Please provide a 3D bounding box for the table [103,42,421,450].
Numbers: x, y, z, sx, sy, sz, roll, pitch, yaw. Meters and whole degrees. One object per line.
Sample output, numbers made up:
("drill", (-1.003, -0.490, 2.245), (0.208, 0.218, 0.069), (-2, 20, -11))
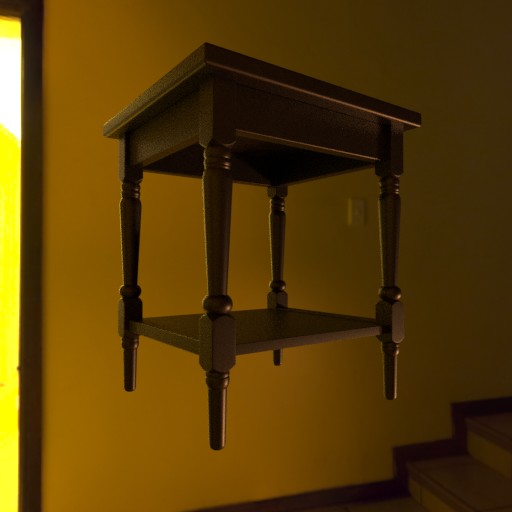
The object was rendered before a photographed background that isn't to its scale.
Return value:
("table", (0.000, 0.000, 0.906), (0.488, 0.565, 0.442), (1, -1, -36))
